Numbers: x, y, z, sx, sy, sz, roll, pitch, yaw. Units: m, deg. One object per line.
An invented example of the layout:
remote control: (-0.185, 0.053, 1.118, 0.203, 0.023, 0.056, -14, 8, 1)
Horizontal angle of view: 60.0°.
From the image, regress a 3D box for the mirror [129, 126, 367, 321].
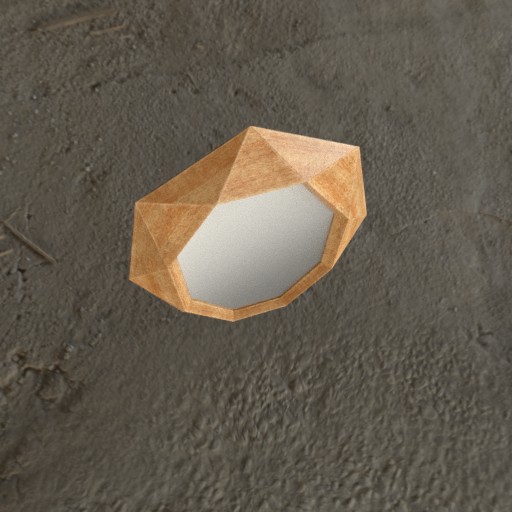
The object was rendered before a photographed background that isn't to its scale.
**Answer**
mirror: (0.000, 0.000, 1.019, 0.577, 0.774, 0.070, -15, 64, -8)
